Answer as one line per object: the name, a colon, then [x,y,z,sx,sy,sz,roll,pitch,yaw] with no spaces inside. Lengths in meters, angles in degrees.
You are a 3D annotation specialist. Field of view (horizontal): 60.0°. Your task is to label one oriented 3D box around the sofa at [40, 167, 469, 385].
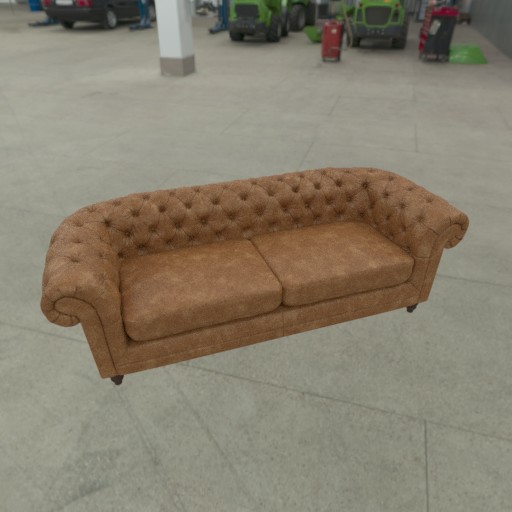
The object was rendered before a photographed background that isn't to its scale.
sofa: [0.000,0.000,2.811,2.365,0.760,0.989,-10,34,-16]
